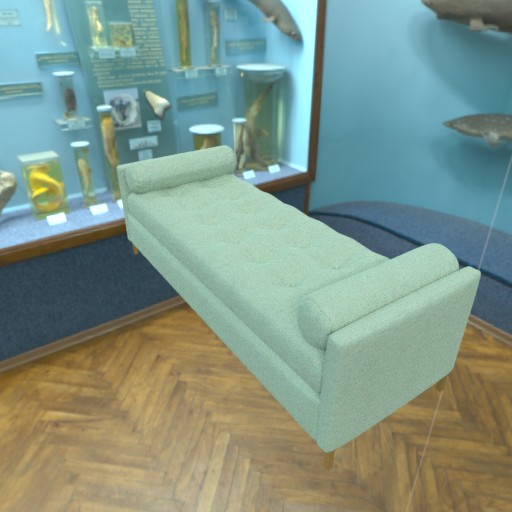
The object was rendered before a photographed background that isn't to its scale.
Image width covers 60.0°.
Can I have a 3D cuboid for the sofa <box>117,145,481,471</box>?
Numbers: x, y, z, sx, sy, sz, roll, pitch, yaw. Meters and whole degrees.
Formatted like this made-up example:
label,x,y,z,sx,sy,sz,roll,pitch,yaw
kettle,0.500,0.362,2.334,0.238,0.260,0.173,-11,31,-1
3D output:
label,x,y,z,sx,sy,sz,roll,pitch,yaw
sofa,0.000,0.000,2.455,0.796,0.705,2.102,-19,35,-29
